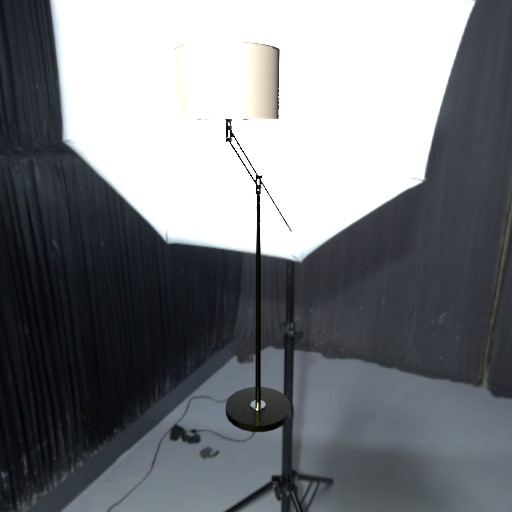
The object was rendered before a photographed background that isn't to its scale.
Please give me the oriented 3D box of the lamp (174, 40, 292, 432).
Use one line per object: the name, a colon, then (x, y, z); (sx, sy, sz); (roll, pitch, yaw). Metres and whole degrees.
lamp: (0.000, 0.000, 1.977); (0.373, 1.635, 0.809); (8, 18, 26)
